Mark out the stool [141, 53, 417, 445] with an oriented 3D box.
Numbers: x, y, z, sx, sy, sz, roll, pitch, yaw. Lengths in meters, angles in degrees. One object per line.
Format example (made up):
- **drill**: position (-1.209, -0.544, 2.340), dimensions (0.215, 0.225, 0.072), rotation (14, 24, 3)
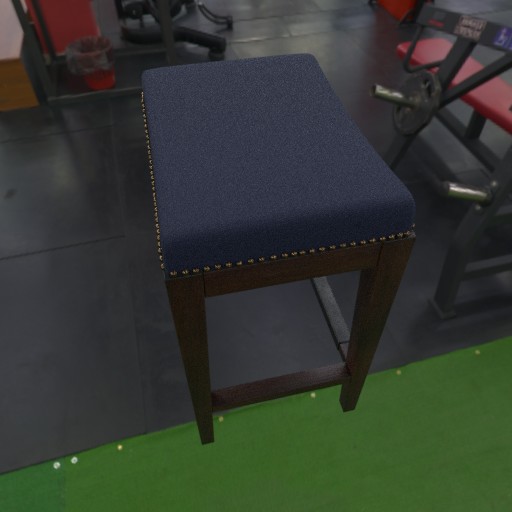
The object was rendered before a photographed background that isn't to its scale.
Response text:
- **stool**: position (0.000, 0.000, 0.939), dimensions (0.361, 0.642, 0.500), rotation (-10, 49, -9)
